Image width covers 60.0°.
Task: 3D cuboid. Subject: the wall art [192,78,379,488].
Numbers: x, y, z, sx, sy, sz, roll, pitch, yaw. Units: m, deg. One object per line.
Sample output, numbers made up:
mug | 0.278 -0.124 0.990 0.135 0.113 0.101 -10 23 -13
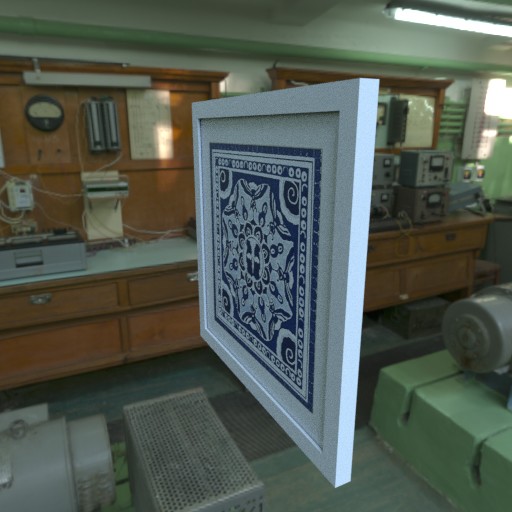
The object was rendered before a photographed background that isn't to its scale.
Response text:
wall art | 0.000 0.000 0.815 0.028 0.559 0.559 -8 18 -26
